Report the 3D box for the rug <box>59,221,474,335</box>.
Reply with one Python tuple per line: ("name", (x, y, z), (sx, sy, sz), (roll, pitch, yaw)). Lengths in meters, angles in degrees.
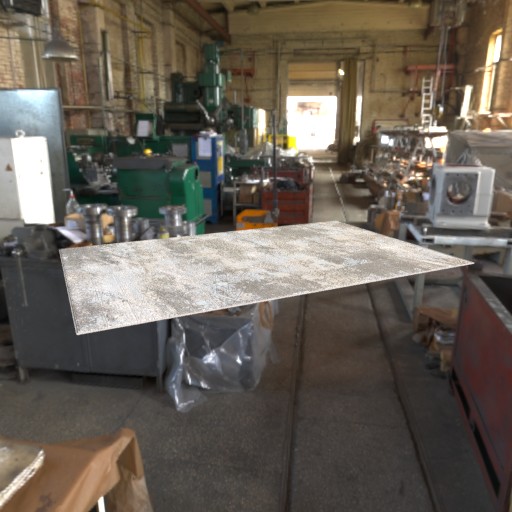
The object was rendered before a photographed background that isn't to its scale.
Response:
("rug", (0.000, 0.000, 3.058), (2.431, 0.012, 1.536), (-7, 17, -25))
